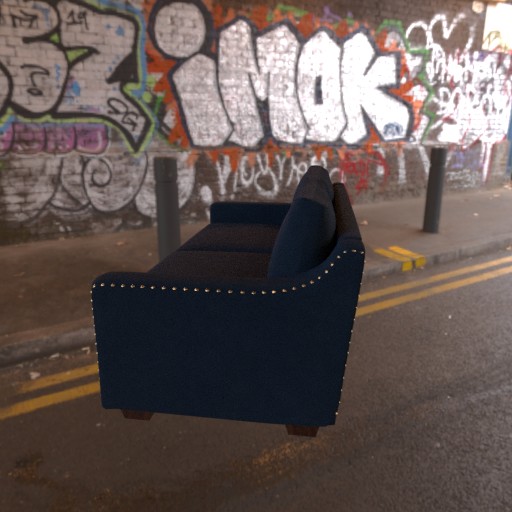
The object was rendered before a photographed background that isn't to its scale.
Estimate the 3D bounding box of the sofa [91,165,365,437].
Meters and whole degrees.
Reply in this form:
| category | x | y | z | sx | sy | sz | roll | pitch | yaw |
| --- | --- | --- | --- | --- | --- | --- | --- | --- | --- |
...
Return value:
| category | x | y | z | sx | sy | sz | roll | pitch | yaw |
| --- | --- | --- | --- | --- | --- | --- | --- | --- | --- |
| sofa | 0.000 | 0.000 | 2.714 | 1.104 | 0.983 | 2.107 | 2 | 16 | 8 |
